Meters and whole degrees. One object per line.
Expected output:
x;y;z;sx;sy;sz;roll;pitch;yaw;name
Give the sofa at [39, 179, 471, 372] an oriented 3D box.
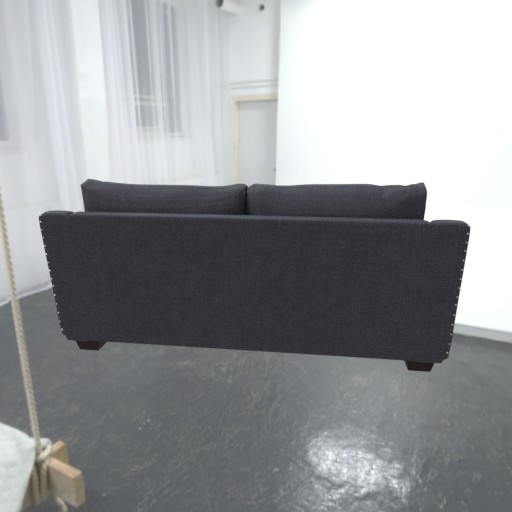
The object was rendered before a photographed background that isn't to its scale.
0.000;0.000;3.315;2.550;1.196;1.336;2;15;7;sofa
